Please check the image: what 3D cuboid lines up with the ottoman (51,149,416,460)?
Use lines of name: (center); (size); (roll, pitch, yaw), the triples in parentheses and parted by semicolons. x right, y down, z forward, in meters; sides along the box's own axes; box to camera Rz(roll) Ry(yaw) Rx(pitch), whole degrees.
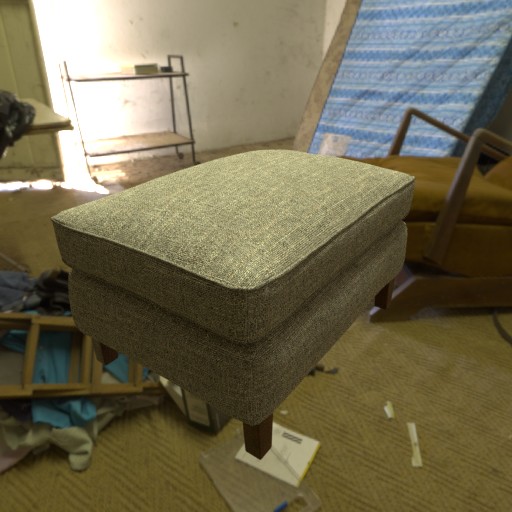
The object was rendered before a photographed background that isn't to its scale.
ottoman: (0.000, 0.000, 0.993); (0.508, 0.406, 0.686); (18, 31, 32)
